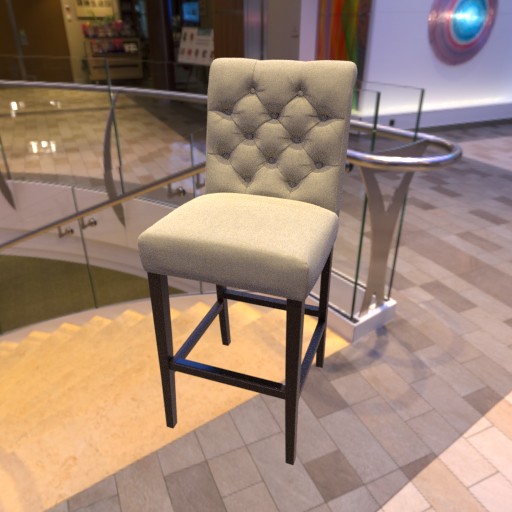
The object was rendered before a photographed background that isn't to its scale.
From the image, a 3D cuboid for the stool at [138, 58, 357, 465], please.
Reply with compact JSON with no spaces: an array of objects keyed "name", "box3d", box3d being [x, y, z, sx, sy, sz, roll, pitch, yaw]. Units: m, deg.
[{"name":"stool","box3d":[0.000,0.000,1.440,0.493,1.140,0.601,9,29,17]}]
